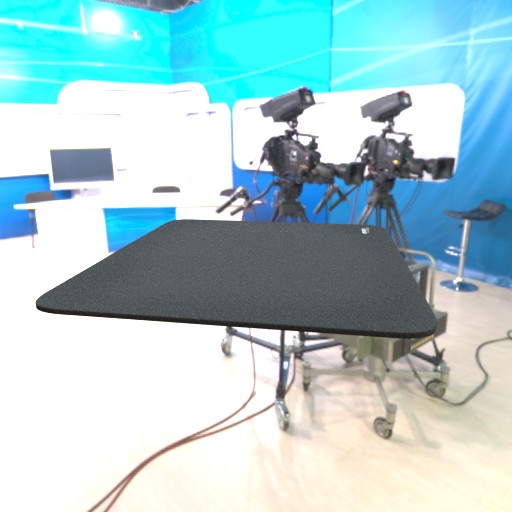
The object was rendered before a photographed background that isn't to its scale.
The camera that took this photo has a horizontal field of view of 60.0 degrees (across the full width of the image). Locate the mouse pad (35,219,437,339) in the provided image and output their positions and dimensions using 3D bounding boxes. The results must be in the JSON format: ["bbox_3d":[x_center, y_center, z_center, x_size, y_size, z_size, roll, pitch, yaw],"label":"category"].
[{"bbox_3d":[0.000,0.000,0.315,0.203,0.003,0.229,3,16,9],"label":"mouse pad"}]
